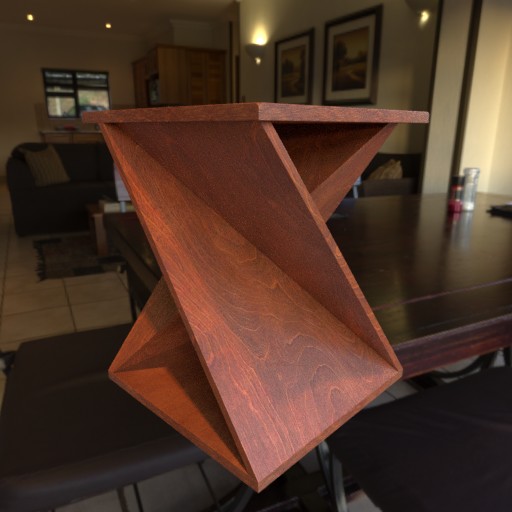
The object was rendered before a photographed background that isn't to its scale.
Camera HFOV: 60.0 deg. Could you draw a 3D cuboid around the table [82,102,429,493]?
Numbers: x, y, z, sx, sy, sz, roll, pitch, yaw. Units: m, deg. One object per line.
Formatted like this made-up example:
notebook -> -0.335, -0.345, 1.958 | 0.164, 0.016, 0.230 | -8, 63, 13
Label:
table -> 0.000, 0.000, 0.841 | 0.427, 0.520, 0.427 | 15, 22, 42
